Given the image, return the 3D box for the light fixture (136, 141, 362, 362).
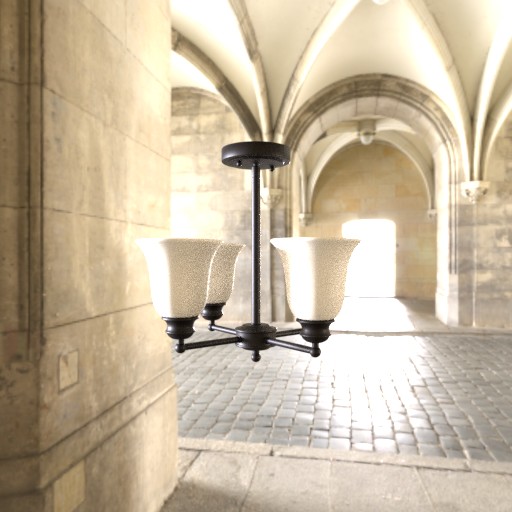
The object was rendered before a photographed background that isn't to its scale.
[{"bbox_3d":[0.000,0.000,1.935,1.069,0.925,1.069,0,0,-37],"label":"light fixture"}]
